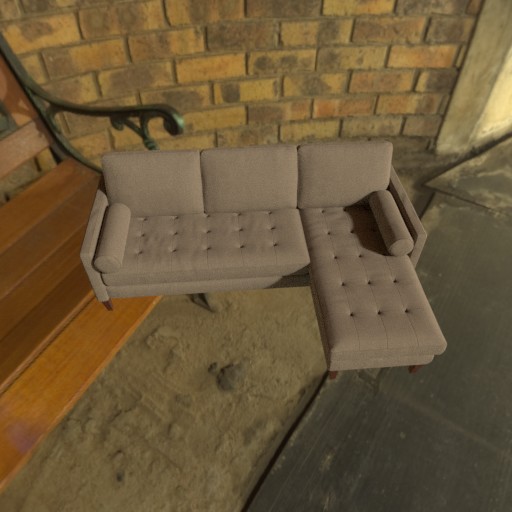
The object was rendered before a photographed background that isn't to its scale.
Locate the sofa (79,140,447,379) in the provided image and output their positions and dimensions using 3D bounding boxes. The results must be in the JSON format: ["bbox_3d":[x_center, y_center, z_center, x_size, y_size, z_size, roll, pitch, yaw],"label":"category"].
[{"bbox_3d":[0.000,0.000,2.902,2.178,0.875,1.506,-3,46,-3],"label":"sofa"}]
